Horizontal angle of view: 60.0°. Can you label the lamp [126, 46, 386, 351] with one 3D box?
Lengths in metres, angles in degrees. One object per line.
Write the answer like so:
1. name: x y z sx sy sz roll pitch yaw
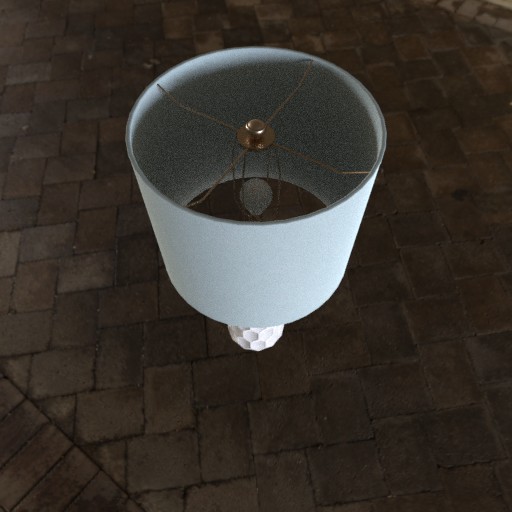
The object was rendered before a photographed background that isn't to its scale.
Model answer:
1. lamp: 0.000 0.000 0.700 0.277 0.534 0.277 -17 59 -11
